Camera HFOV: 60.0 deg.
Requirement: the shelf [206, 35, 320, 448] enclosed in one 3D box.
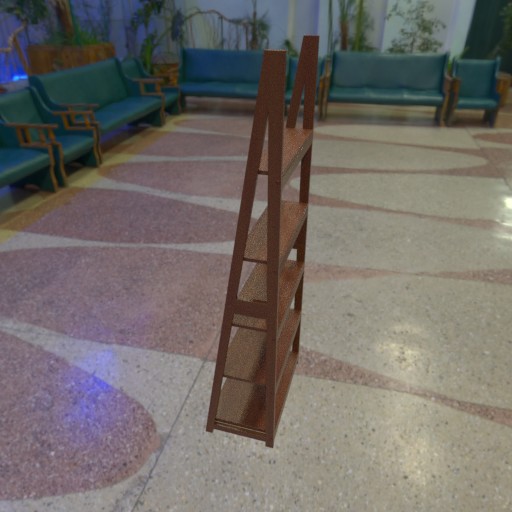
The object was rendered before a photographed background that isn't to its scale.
[{"bbox_3d":[0.000,0.000,2.029,0.356,1.780,0.630,8,31,14],"label":"shelf"}]
